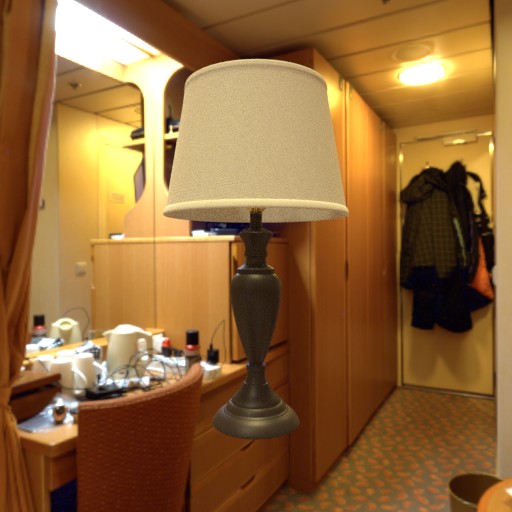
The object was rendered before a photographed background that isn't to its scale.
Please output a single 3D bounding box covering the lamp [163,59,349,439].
[{"bbox_3d":[0.000,0.000,0.815,0.335,0.611,0.335,0,1,0],"label":"lamp"}]
